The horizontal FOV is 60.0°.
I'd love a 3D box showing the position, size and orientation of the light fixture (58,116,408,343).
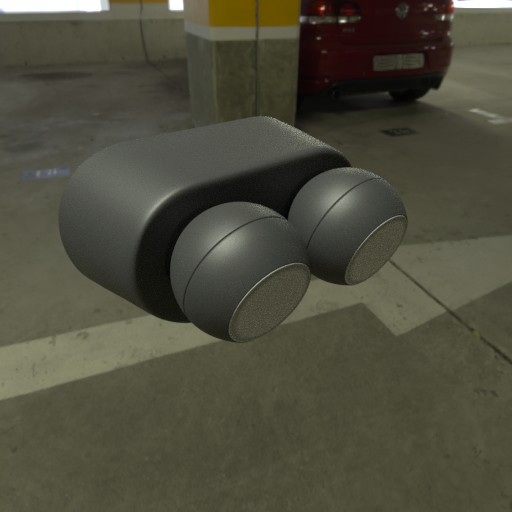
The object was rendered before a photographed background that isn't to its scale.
[{"bbox_3d":[0.000,0.000,0.332,0.229,0.159,0.159,-22,37,-33],"label":"light fixture"}]
